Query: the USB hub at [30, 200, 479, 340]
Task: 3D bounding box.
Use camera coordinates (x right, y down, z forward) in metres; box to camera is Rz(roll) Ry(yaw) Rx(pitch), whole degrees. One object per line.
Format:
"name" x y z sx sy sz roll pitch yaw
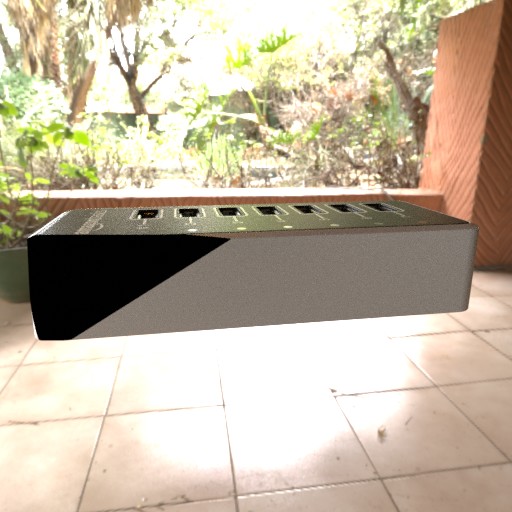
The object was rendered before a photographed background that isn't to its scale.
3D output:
"USB hub" 0.000 0.000 0.125 0.110 0.023 0.044 -3 16 -9
